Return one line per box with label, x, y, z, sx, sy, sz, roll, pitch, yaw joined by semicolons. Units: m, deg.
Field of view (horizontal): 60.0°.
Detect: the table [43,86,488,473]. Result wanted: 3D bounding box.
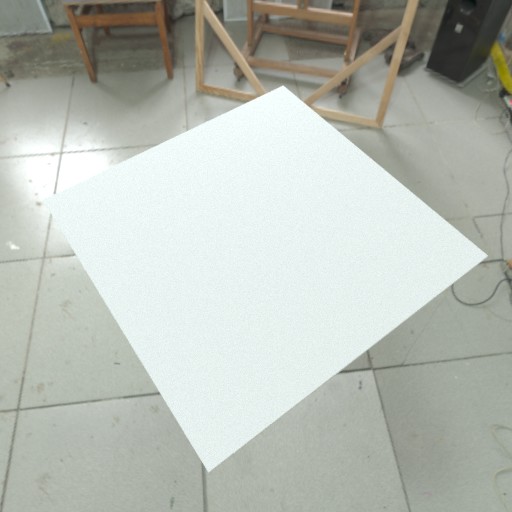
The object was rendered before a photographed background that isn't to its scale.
table;0.000;0.000;1.367;0.890;0.305;0.890;-32;63;-19
